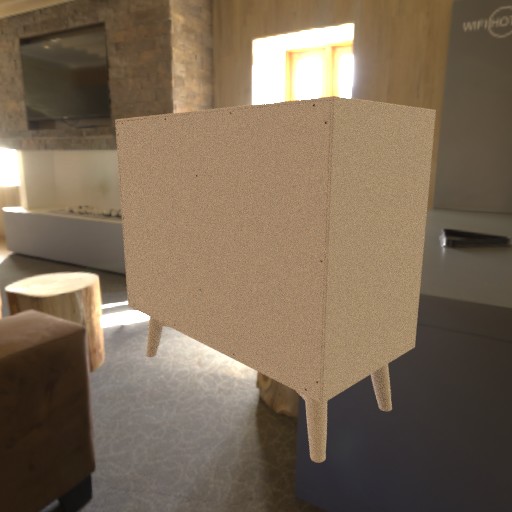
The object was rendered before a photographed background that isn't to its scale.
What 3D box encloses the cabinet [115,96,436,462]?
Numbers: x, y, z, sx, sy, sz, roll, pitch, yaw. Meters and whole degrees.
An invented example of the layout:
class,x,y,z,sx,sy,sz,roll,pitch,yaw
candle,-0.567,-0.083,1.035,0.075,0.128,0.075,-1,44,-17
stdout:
class,x,y,z,sx,sy,sz,roll,pitch,yaw
cabinet,0.000,0.000,1.256,0.398,0.761,0.800,-12,18,-42
